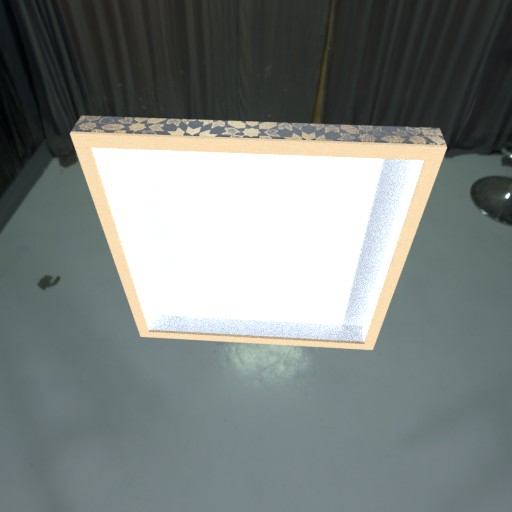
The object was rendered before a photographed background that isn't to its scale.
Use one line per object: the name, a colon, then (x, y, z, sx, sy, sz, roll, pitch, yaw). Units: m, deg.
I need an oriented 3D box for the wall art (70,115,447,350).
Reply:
wall art: (0.000, 0.000, 0.635, 0.405, 0.405, 0.038, 3, 47, 3)
